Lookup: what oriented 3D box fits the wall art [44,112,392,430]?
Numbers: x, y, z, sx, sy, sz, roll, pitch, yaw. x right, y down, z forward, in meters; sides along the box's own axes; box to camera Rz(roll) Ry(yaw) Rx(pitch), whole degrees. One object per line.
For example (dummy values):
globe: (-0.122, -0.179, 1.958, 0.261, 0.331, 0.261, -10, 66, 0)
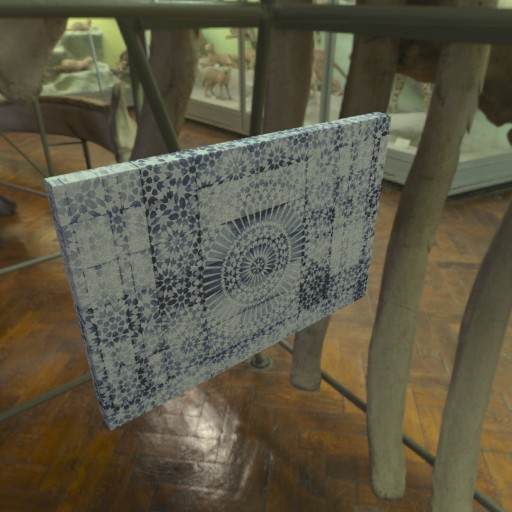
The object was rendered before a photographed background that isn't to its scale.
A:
wall art: (0.000, 0.000, 1.154, 0.911, 0.608, 0.057, -21, 36, -32)
